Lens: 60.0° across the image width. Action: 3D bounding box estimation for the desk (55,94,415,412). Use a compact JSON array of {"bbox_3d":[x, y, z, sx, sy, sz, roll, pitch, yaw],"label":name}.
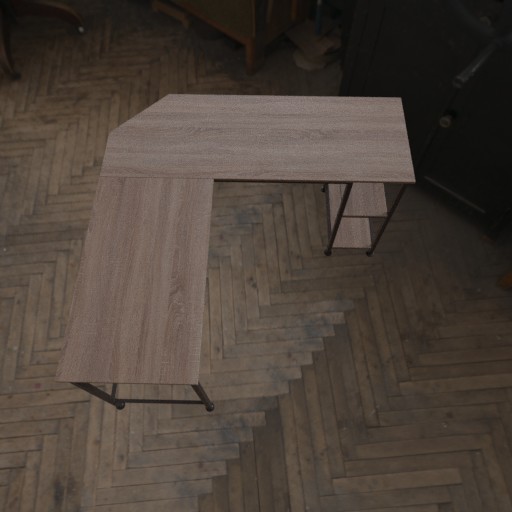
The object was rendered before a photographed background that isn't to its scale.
[{"bbox_3d":[0.000,0.000,2.180,1.379,0.739,1.379,1,63,1],"label":"desk"}]
